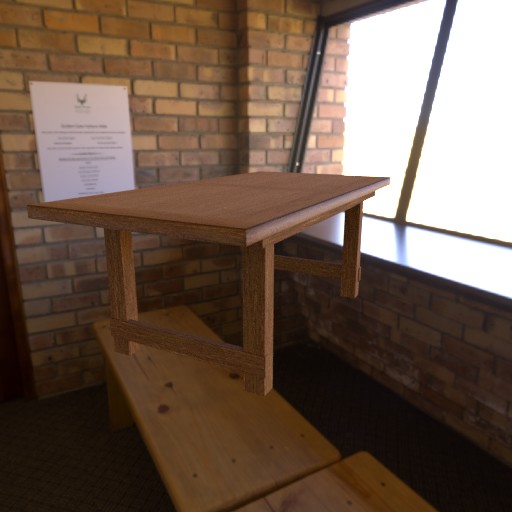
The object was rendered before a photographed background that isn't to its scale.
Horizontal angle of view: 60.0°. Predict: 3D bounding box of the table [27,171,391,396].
[{"bbox_3d":[0.000,0.000,2.465,1.000,0.762,1.982,8,17,27],"label":"table"}]
